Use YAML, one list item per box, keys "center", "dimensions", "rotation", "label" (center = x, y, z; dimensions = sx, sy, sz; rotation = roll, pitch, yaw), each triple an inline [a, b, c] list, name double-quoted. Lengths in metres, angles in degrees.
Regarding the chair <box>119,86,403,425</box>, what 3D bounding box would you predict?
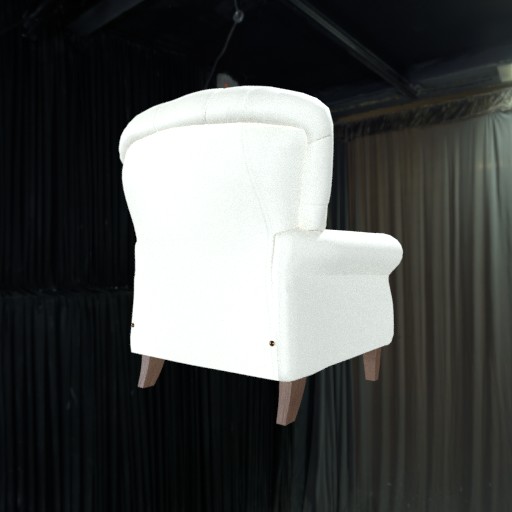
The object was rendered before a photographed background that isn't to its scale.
- center: [0.000, 0.000, 2.015]
  dimensions: [1.035, 1.169, 1.132]
  rotation: [-1, -2, 38]
  label: "chair"
